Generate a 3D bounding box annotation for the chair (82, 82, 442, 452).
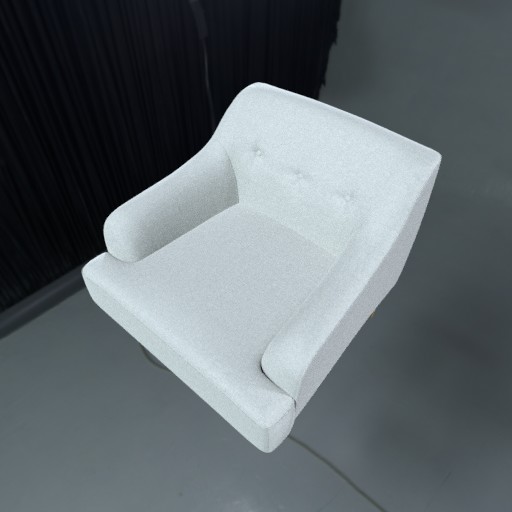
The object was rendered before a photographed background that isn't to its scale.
[{"bbox_3d":[0.000,0.000,1.646,0.946,0.818,0.951,32,54,27],"label":"chair"}]
